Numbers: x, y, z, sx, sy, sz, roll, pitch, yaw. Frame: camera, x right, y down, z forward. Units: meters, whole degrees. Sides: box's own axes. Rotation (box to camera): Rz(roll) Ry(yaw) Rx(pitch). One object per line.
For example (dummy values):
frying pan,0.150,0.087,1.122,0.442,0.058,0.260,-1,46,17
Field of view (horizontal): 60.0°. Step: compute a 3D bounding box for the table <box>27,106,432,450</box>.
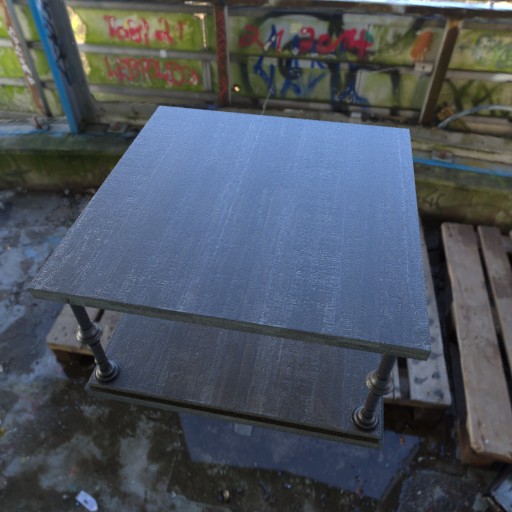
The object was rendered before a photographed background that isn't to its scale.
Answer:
table,0.000,0.000,1.125,0.696,0.400,0.696,8,46,8
